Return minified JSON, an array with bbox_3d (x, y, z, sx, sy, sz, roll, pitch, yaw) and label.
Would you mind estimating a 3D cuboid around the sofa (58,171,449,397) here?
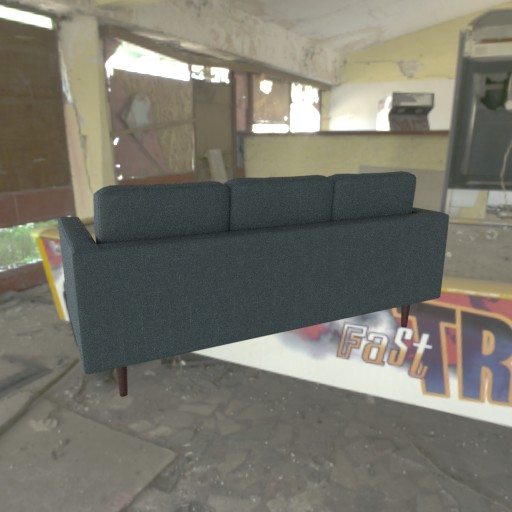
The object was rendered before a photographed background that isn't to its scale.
[{"bbox_3d":[0.000,0.000,2.557,2.013,0.945,0.935,-7,16,-26],"label":"sofa"}]
